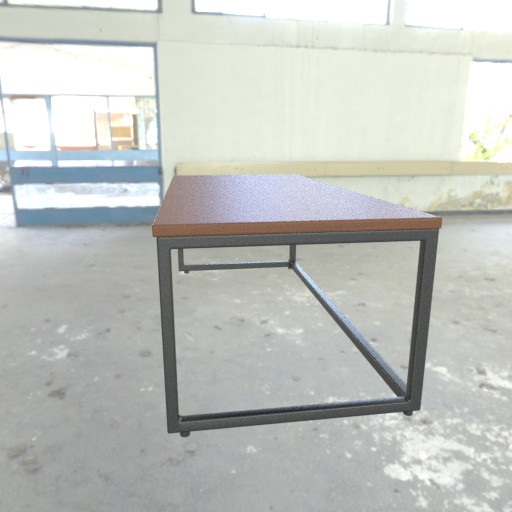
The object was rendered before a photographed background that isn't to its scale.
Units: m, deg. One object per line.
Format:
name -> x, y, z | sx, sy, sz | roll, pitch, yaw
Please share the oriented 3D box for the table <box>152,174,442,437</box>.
table -> 0.000, 0.000, 1.319 | 0.500, 0.400, 1.100 | -2, 15, -8
